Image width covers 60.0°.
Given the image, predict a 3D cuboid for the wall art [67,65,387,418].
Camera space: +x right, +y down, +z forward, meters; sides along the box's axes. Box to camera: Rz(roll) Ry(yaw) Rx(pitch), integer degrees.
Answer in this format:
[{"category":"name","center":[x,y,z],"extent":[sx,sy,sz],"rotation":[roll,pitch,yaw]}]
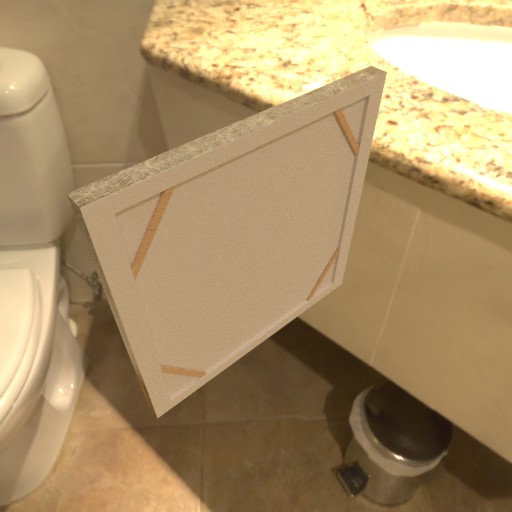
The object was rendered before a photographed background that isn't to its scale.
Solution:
[{"category":"wall art","center":[0.000,0.000,0.919],"extent":[0.610,0.610,0.038],"rotation":[-31,54,-27]}]
